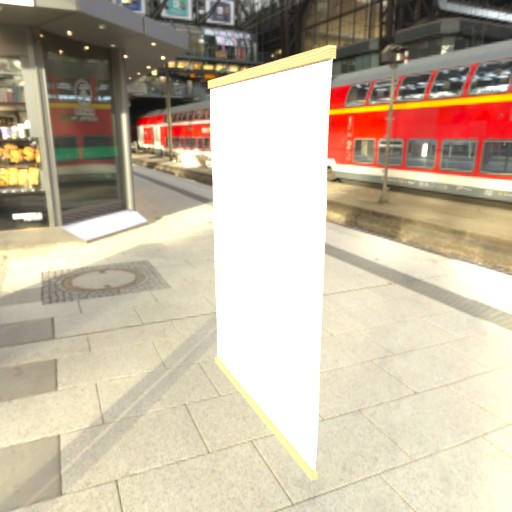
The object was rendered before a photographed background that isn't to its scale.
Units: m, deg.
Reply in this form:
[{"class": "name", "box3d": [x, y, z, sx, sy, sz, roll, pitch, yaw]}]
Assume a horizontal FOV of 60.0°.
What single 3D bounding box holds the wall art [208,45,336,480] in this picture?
[{"class": "wall art", "box3d": [0.000, 0.000, 1.929, 0.025, 1.521, 1.011, -7, 17, -25]}]
